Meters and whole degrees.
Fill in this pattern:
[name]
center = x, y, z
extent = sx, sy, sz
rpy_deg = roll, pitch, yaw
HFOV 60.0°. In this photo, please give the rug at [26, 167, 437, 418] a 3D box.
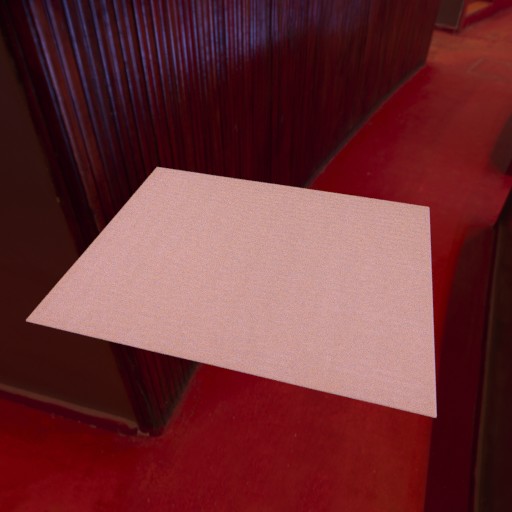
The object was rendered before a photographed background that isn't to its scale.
[rug]
center = 0.000, 0.000, 4.009
extent = 3.055, 0.021, 2.410
rpy_deg = 10, 43, 11
